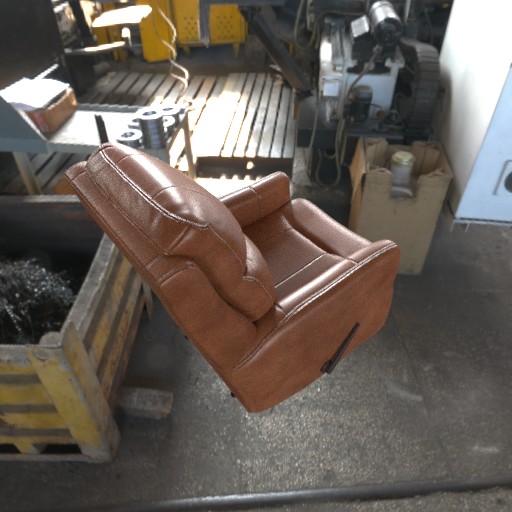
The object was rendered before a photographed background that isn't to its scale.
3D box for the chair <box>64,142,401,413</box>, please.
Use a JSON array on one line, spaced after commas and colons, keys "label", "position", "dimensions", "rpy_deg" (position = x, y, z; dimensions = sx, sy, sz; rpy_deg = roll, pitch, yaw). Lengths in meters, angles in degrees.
[{"label": "chair", "position": [0.000, 0.000, 1.750], "dimensions": [1.072, 1.016, 0.821], "rpy_deg": [-26, 47, -27]}]
